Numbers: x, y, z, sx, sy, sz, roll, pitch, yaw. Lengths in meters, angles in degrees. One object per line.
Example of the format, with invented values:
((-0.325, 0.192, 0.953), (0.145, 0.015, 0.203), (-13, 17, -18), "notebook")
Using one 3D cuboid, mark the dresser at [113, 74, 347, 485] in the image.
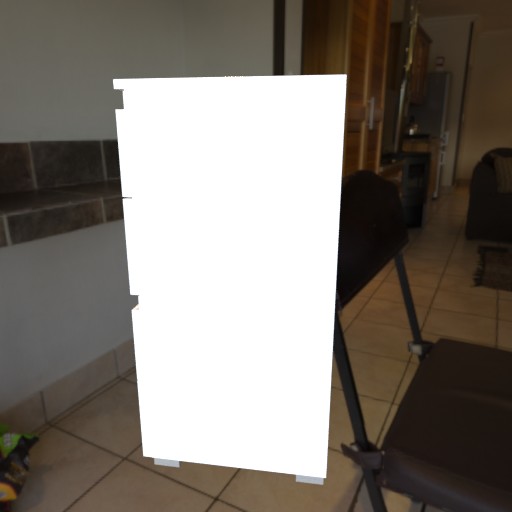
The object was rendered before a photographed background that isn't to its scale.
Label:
((0.000, 0.000, 1.158), (0.400, 0.800, 0.650), (2, 16, 9), "dresser")
